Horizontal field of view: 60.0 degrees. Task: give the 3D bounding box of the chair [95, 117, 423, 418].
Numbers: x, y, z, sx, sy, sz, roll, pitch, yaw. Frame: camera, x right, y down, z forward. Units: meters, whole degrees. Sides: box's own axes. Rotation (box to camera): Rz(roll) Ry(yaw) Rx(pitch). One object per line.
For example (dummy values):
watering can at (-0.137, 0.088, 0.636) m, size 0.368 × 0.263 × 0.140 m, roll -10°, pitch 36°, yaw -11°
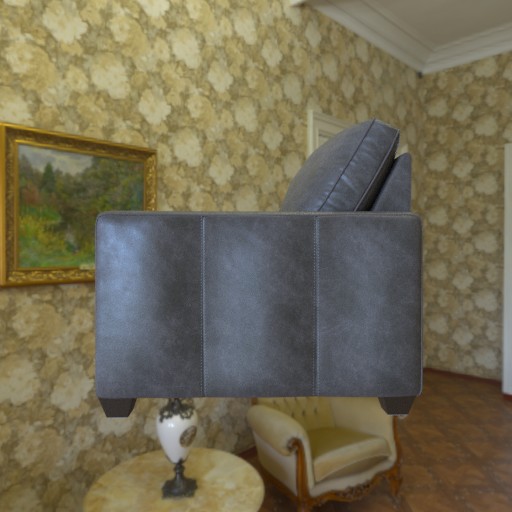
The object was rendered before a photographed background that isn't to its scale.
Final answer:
chair at (0.000, 0.000, 1.733) m, size 0.939 × 0.916 × 1.006 m, roll 0°, pitch 0°, yaw -2°
